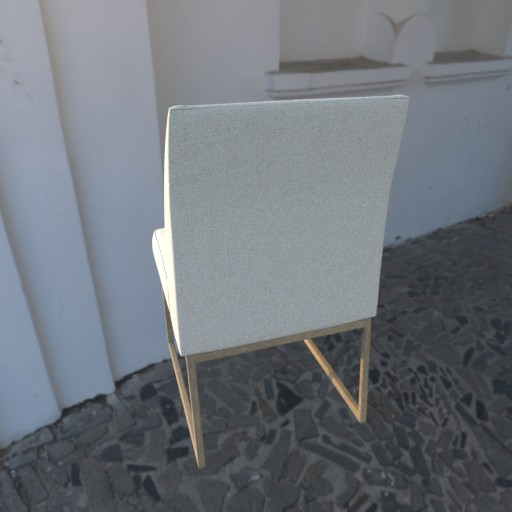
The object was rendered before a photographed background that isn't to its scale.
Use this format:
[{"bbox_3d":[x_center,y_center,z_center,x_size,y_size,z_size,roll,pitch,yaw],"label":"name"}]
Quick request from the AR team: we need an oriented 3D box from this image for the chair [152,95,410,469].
[{"bbox_3d":[0.000,0.000,1.194,0.508,0.863,0.522,-9,28,-16],"label":"chair"}]
